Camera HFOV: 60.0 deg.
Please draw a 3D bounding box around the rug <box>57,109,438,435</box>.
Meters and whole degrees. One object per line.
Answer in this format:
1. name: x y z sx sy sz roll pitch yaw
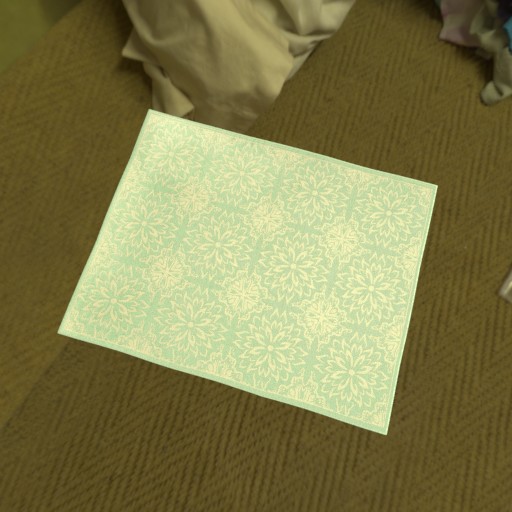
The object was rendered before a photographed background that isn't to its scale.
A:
1. rug: 0.000 0.000 4.118 2.980 0.012 2.363 16 75 4
